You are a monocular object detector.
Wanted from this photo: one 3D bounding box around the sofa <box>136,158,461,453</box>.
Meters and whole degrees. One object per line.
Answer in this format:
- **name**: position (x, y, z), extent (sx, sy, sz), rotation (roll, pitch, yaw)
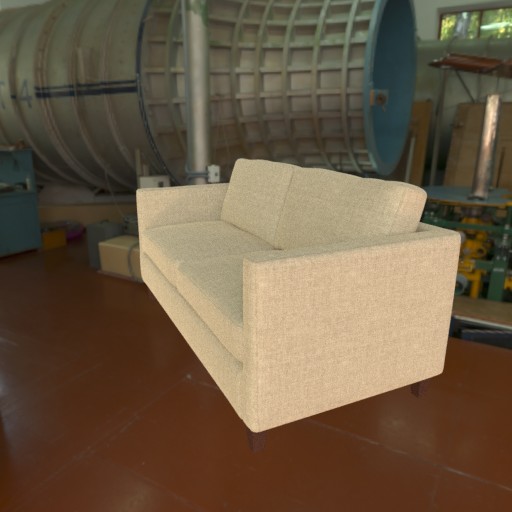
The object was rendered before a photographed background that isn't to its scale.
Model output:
- **sofa**: position (0.000, 0.000, 2.435), extent (0.950, 0.963, 1.884), rotation (-8, 18, -25)
